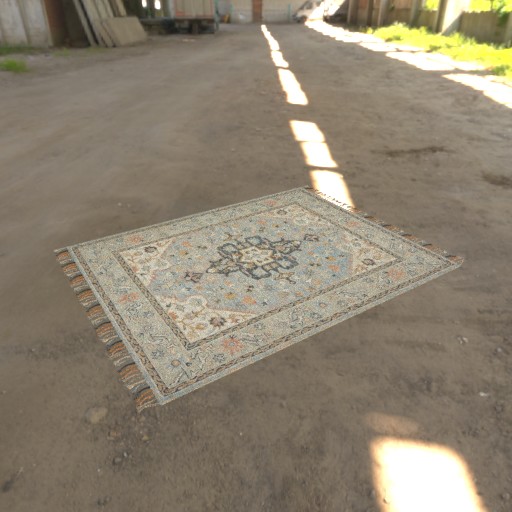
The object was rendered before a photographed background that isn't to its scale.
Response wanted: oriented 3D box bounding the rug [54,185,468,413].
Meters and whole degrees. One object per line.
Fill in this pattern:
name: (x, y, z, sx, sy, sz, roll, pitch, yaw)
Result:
rug: (0.000, 0.000, 2.279, 1.730, 0.009, 1.278, -18, 35, -29)
